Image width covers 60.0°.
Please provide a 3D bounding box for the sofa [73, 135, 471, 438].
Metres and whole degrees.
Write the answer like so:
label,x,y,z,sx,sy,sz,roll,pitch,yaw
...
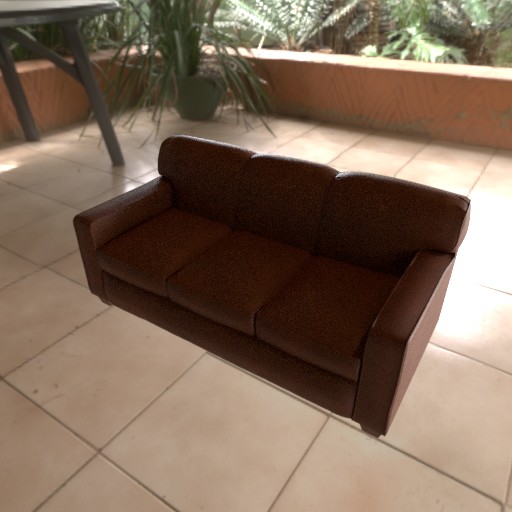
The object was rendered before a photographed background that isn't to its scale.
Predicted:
label,x,y,z,sx,sy,sz,roll,pitch,yaw
sofa,0.000,0.000,2.582,2.039,0.953,1.008,19,37,27
